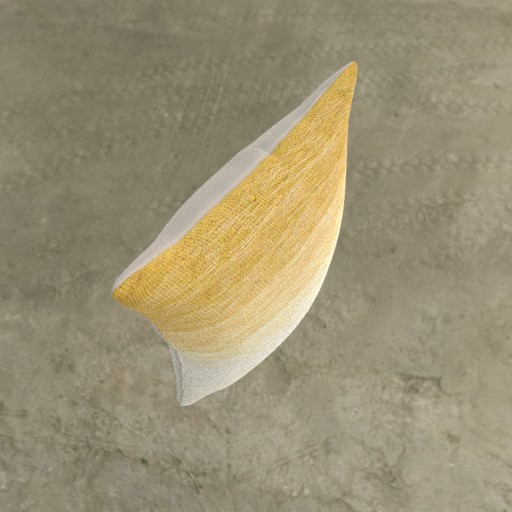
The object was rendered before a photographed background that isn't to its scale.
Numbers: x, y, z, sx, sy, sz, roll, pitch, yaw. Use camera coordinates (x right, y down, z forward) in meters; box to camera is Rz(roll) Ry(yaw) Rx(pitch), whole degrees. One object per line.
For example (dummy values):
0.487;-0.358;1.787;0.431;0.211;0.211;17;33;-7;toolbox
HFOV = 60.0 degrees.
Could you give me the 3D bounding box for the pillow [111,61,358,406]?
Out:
0.000;0.000;0.700;0.211;0.450;0.450;33;64;19;pillow
